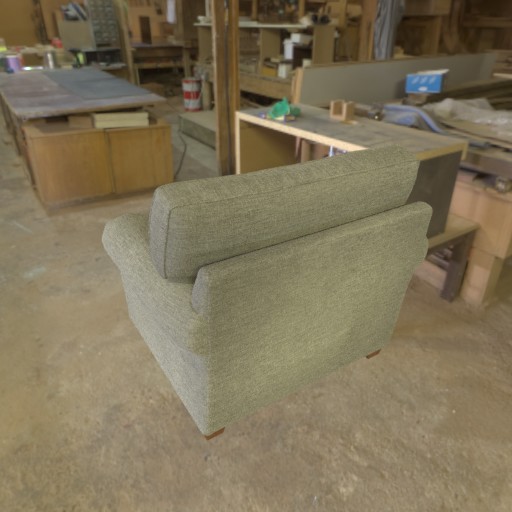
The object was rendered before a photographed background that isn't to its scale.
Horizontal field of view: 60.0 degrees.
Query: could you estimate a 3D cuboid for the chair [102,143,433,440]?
[{"bbox_3d":[0.000,0.000,1.878,1.092,0.961,0.965,-17,34,-28],"label":"chair"}]
